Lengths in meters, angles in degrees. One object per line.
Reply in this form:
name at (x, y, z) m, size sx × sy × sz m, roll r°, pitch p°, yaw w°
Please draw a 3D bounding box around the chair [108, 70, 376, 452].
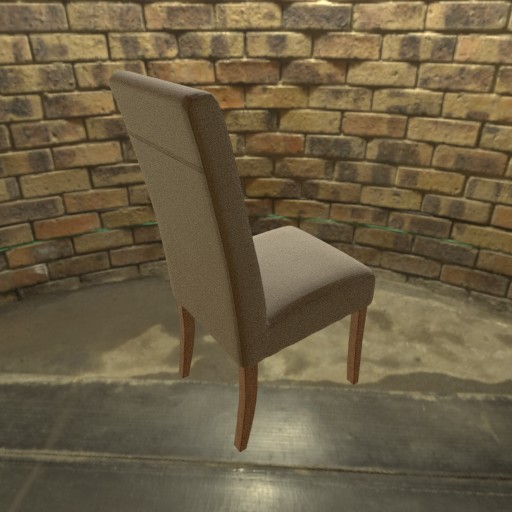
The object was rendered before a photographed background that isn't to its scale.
chair at (0.000, 0.000, 1.334) m, size 0.611 × 1.033 × 0.450 m, roll -19°, pitch 34°, yaw -30°
